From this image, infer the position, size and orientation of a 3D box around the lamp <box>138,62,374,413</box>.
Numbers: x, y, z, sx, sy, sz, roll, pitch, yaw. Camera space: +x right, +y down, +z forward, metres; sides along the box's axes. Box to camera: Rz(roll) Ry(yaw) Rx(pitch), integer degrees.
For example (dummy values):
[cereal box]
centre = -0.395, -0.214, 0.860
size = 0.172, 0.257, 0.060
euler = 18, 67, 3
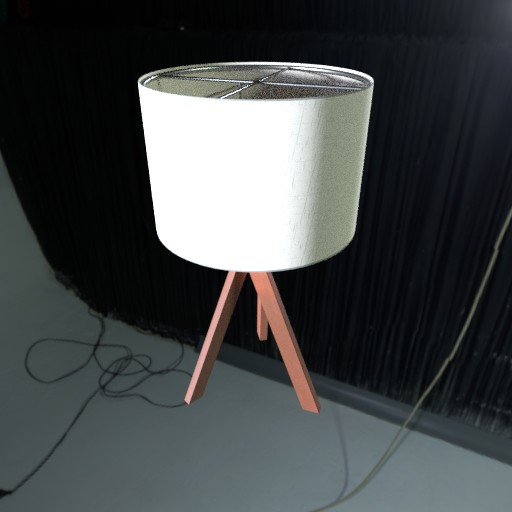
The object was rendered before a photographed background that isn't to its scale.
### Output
[lamp]
centre = 0.000, 0.000, 0.905
size = 0.380, 0.686, 0.380
euler = 11, 32, 18
